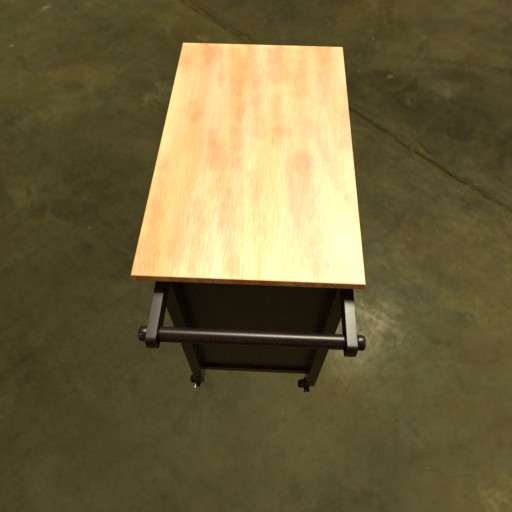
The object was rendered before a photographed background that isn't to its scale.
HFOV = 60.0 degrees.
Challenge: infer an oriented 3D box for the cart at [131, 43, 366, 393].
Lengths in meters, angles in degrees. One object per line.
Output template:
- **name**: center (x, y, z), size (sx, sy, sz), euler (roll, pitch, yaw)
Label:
- **cart**: center (0.000, 0.000, 1.430), size (0.472, 0.878, 0.914), euler (2, 58, 1)
